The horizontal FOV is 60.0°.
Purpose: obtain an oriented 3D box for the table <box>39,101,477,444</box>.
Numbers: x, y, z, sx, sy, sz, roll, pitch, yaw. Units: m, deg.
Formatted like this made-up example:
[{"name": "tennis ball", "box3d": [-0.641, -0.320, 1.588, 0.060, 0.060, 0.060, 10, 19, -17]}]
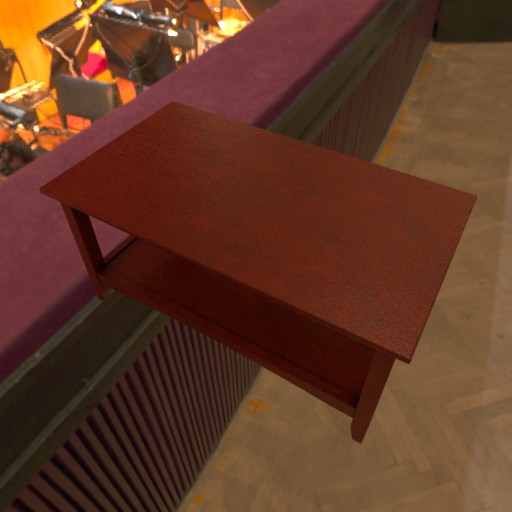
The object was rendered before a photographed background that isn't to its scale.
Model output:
[{"name": "table", "box3d": [0.000, 0.000, 1.254, 0.943, 0.456, 0.533, 23, 50, 21]}]
